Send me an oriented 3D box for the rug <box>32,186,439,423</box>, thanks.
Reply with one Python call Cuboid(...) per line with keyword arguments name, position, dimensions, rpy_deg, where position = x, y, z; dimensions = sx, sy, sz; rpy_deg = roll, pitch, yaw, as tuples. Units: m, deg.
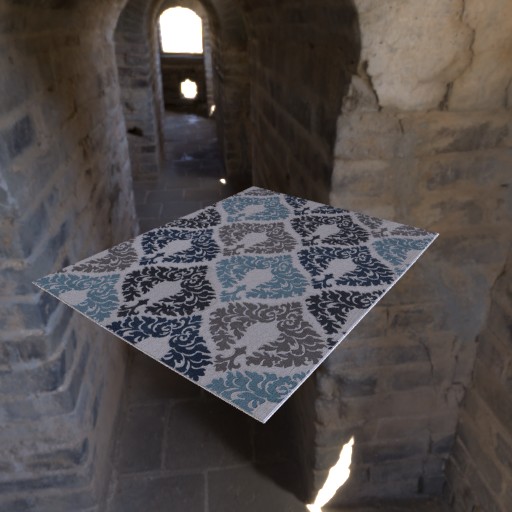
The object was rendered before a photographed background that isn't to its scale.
Cuboid(name="rug", position=(0.000, 0.000, 4.116), dimensions=(2.423, 0.014, 3.040), rpy_deg=(20, 34, 32))
